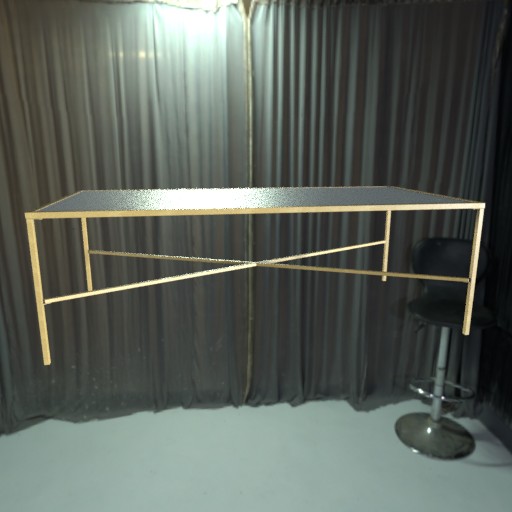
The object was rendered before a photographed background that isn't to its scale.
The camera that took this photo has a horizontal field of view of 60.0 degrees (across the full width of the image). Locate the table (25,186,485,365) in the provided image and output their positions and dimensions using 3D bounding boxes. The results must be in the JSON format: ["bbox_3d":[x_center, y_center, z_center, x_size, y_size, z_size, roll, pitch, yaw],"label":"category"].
[{"bbox_3d":[0.000,0.000,1.472,1.206,0.398,0.580,-2,14,-9],"label":"table"}]
